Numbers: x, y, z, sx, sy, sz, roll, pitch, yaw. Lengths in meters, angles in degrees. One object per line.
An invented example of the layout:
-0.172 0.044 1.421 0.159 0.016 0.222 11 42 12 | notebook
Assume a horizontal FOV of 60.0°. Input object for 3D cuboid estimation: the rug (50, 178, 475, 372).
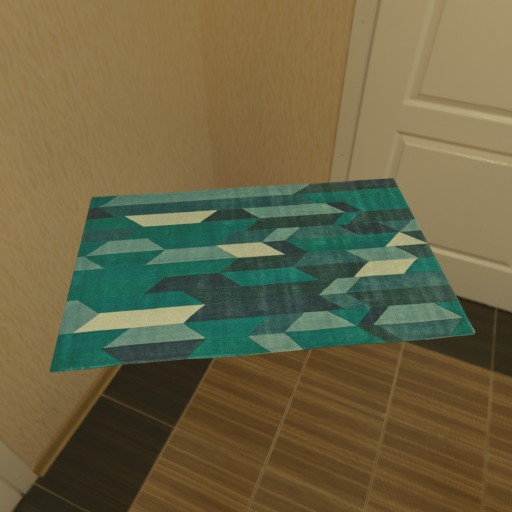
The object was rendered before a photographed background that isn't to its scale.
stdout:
0.000 0.000 3.020 2.420 0.005 1.528 -4 46 -4 | rug
